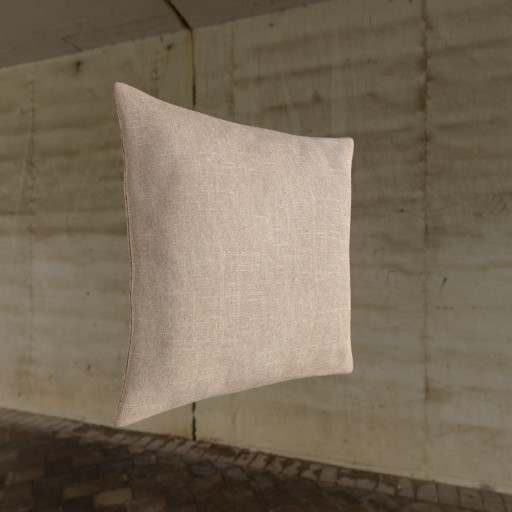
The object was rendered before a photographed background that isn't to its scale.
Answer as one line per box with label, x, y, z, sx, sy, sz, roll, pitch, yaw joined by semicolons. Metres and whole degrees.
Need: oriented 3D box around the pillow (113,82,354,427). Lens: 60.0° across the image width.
pillow;0.000;0.000;0.802;0.523;0.506;0.166;0;0;-37
